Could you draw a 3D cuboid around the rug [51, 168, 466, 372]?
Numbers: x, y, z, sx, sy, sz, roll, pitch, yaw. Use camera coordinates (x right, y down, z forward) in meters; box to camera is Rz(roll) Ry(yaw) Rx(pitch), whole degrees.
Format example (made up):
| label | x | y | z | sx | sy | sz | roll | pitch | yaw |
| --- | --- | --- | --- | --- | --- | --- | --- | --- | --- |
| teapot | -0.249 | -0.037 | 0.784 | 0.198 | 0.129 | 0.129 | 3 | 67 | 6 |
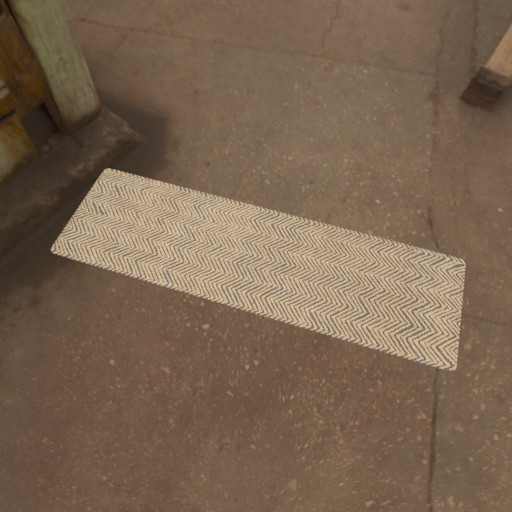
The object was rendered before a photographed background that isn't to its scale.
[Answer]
| label | x | y | z | sx | sy | sz | roll | pitch | yaw |
| --- | --- | --- | --- | --- | --- | --- | --- | --- | --- |
| rug | 0.000 | 0.000 | 2.535 | 2.286 | 0.008 | 0.686 | 15 | 59 | 9 |
